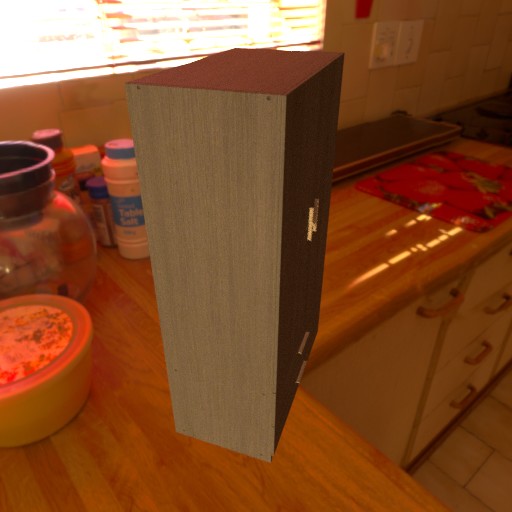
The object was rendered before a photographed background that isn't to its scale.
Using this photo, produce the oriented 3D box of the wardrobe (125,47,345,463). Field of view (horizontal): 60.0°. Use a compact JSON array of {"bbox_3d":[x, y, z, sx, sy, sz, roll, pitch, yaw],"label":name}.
[{"bbox_3d":[0.000,0.000,2.261,0.577,1.808,0.991,11,33,17],"label":"wardrobe"}]
